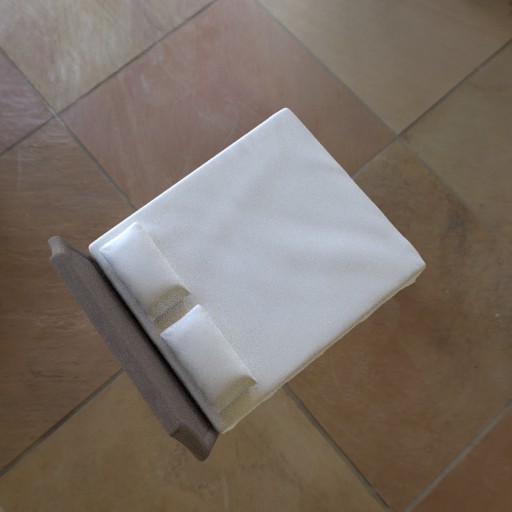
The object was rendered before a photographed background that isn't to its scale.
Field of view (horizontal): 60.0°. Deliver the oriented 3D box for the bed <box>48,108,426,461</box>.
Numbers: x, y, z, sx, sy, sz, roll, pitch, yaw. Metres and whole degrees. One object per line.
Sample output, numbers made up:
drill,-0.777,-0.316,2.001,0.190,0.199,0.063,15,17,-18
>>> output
bed,0.000,0.000,4.197,2.773,1.590,2.350,-37,80,-8
